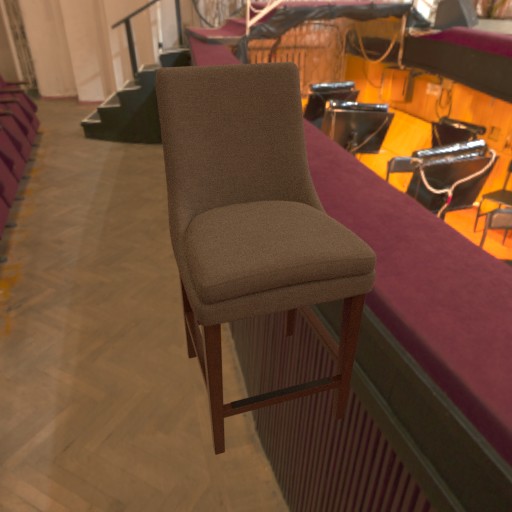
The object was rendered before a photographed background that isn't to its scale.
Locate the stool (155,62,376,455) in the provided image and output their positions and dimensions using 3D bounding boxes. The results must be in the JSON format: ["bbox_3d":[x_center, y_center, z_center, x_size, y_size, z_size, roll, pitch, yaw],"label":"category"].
[{"bbox_3d":[0.000,0.000,1.302,0.470,0.981,0.577,-10,32,-16],"label":"stool"}]
